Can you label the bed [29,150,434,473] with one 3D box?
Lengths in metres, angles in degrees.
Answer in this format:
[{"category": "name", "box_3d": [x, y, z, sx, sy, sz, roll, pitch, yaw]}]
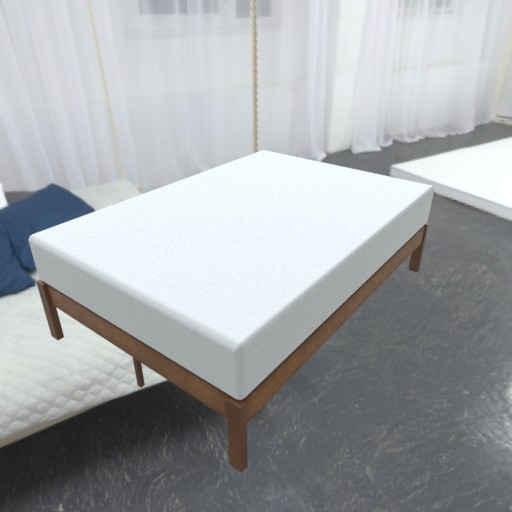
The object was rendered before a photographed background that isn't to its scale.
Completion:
[{"category": "bed", "box_3d": [0.000, 0.000, 2.591, 1.348, 0.616, 1.927, 21, 35, 32]}]
